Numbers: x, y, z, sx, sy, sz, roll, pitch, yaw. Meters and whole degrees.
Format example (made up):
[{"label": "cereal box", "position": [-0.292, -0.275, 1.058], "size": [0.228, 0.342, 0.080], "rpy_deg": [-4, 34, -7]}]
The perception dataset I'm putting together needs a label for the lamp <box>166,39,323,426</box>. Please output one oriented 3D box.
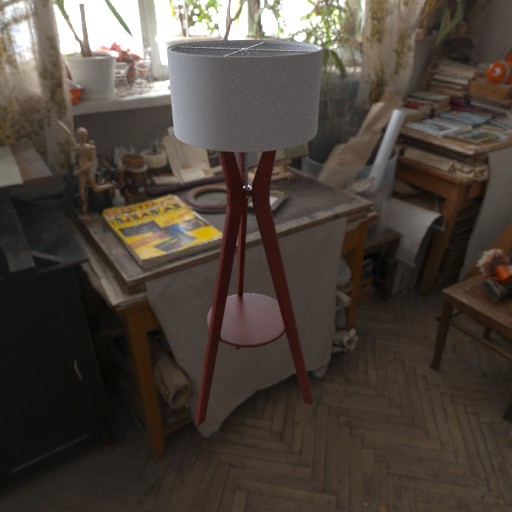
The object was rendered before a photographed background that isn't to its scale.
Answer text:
[{"label": "lamp", "position": [0.000, 0.000, 1.720], "size": [0.542, 1.472, 0.539], "rpy_deg": [9, 32, 15]}]
